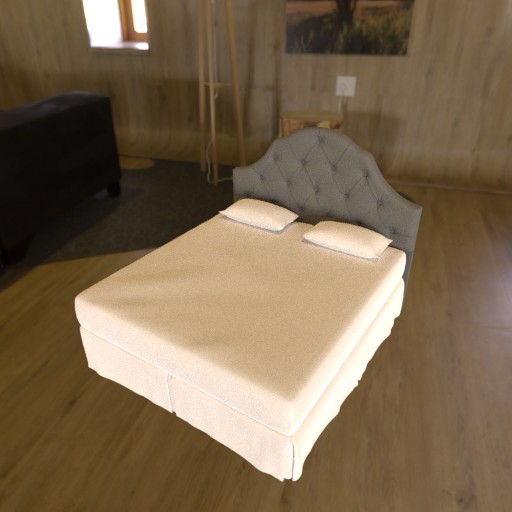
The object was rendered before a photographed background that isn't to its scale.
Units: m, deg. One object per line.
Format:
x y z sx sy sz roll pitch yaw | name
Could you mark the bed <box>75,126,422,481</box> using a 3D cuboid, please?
0.000 0.000 3.571 2.008 1.615 2.214 18 34 28 | bed
